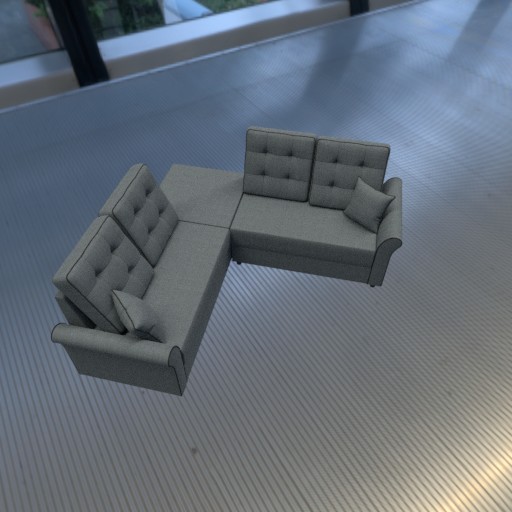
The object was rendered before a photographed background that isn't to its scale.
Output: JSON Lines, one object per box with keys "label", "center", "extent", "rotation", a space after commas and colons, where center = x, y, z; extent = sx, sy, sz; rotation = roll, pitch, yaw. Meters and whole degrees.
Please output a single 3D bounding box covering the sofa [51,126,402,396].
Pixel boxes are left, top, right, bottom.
{"label": "sofa", "center": [0.000, 0.000, 3.272], "extent": [2.070, 0.988, 2.068], "rotation": [9, 47, 9]}
